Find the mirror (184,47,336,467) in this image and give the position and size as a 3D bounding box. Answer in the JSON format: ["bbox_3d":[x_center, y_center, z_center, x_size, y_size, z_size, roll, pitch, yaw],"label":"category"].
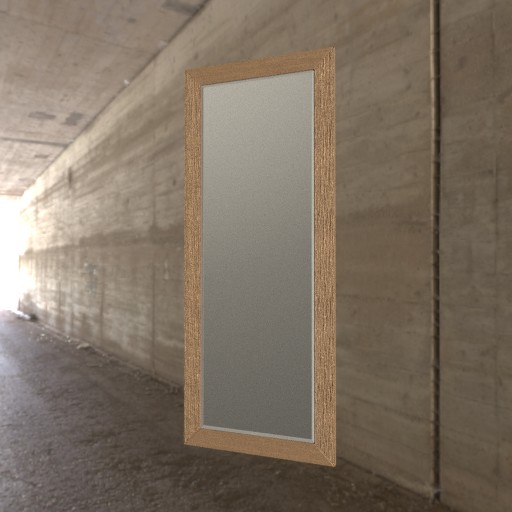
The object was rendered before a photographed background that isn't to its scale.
[{"bbox_3d":[0.000,0.000,2.287,0.812,2.031,0.026,0,-1,19],"label":"mirror"}]
